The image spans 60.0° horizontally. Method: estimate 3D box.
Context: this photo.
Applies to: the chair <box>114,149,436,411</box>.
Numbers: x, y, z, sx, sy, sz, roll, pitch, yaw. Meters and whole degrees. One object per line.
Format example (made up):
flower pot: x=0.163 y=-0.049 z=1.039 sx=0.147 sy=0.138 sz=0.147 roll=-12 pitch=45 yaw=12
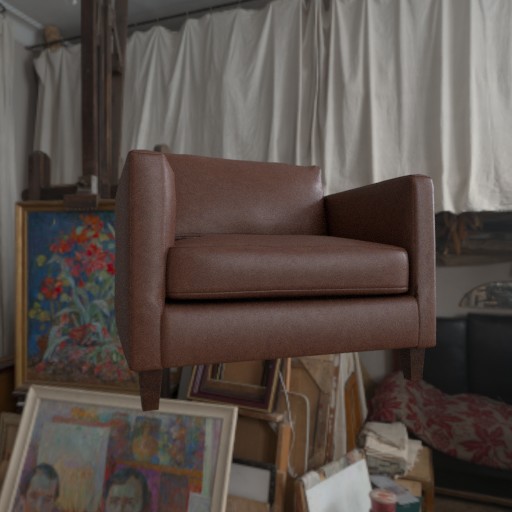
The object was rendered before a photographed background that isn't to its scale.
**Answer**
chair: x=0.000 y=0.000 z=1.846 sx=1.107 sy=0.917 sz=0.959 roll=0 pitch=0 yaw=-19
